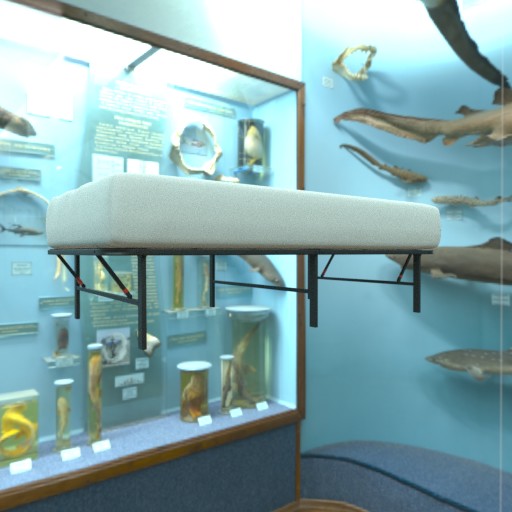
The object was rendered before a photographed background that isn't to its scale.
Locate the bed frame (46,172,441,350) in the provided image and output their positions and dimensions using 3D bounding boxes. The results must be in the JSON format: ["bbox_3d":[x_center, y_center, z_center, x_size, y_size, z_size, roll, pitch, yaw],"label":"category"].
[{"bbox_3d":[0.000,0.000,2.380,1.908,0.640,1.025,0,1,-36],"label":"bed frame"}]
